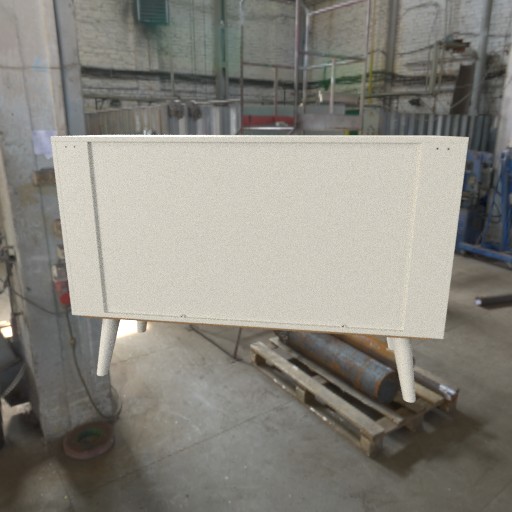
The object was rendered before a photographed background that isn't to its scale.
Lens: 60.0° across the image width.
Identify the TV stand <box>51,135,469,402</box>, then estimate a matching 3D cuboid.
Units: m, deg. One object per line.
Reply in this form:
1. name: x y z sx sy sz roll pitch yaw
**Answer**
1. TV stand: 0.000 0.000 1.553 1.193 0.812 0.406 2 16 8
